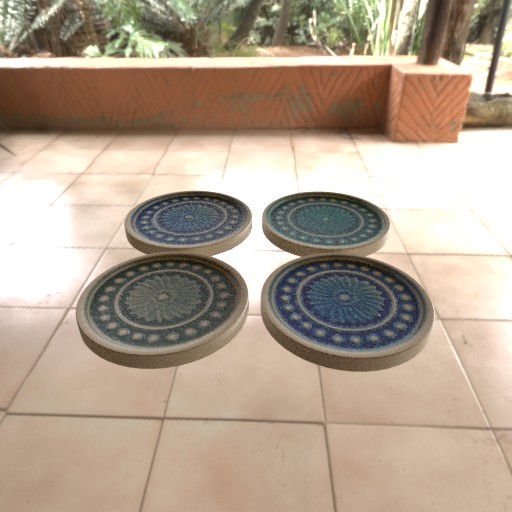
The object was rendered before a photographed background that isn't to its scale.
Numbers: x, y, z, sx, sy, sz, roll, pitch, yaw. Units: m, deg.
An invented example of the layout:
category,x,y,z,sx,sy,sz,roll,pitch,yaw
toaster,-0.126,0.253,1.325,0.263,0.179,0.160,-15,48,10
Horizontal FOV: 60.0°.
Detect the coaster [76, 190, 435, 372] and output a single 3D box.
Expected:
category,x,y,z,sx,sy,sz,roll,pitch,yaw
coaster,0.000,0.000,0.333,0.224,0.010,0.220,1,32,1
